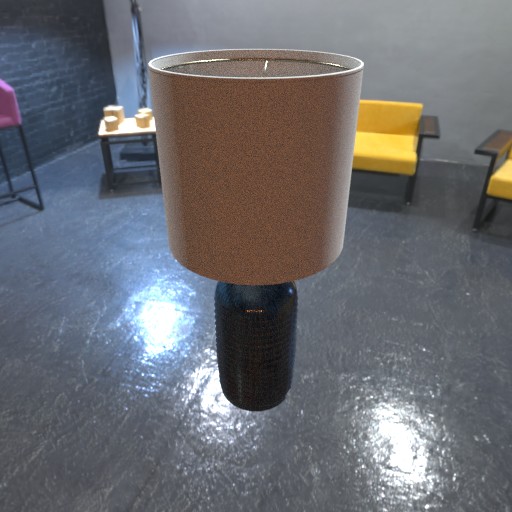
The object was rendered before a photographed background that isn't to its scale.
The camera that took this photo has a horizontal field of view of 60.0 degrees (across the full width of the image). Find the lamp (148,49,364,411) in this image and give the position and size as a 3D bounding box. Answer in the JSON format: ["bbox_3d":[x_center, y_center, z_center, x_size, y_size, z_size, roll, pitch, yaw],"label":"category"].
[{"bbox_3d":[0.000,0.000,0.584,0.220,0.475,0.220,11,32,18],"label":"lamp"}]
